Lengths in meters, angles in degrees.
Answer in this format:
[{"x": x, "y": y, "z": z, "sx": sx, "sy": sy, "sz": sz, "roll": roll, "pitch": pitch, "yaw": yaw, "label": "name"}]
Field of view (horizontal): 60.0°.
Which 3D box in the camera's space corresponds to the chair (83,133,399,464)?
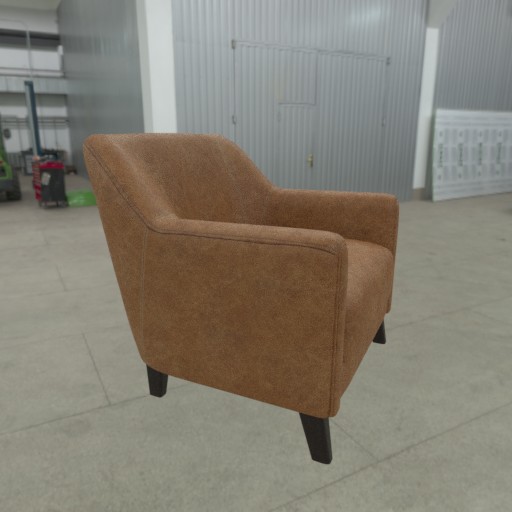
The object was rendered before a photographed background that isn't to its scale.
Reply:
[{"x": 0.000, "y": 0.000, "z": 1.831, "sx": 1.034, "sy": 0.980, "sz": 1.037, "roll": 7, "pitch": 17, "yaw": 25, "label": "chair"}]
